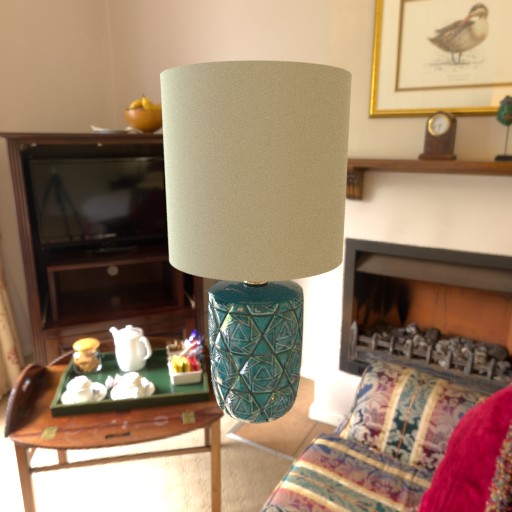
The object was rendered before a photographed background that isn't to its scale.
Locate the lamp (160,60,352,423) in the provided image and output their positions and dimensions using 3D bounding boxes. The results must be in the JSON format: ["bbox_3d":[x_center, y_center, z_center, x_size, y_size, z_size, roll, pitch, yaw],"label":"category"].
[{"bbox_3d":[0.000,0.000,0.501,0.193,0.377,0.193,-2,14,-8],"label":"lamp"}]
